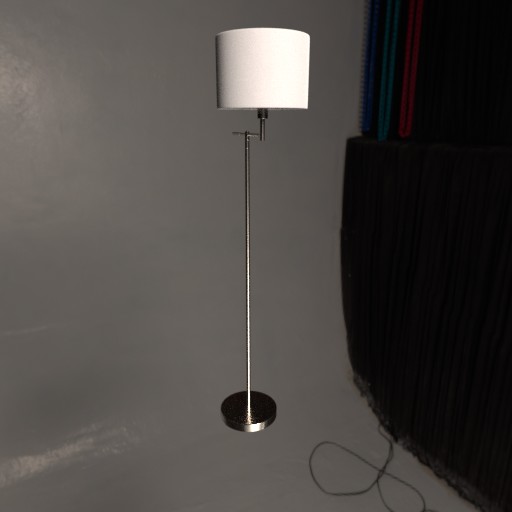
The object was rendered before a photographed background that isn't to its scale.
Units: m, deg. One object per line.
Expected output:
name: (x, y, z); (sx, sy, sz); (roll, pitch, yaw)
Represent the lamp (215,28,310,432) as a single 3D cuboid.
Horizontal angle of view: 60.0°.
lamp: (0.000, 0.000, 1.798); (0.324, 1.600, 0.416); (-9, 19, -27)
